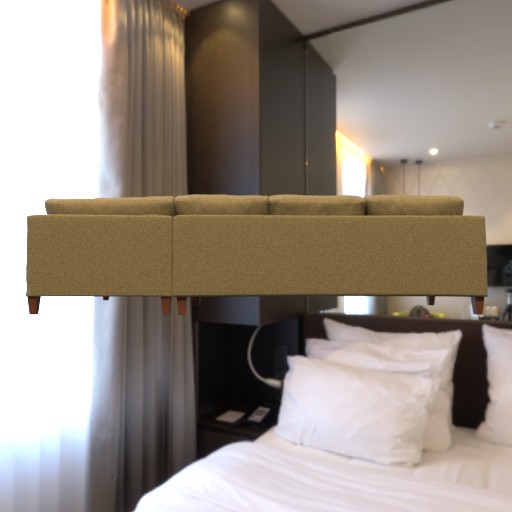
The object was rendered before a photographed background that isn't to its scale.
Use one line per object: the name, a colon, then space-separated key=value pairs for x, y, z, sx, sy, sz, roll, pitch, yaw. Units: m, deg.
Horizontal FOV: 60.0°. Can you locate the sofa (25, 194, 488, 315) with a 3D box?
sofa: x=0.000 y=0.000 z=3.845 sx=3.186 sy=0.861 sz=1.625 roll=0 pitch=-2 yaw=0
